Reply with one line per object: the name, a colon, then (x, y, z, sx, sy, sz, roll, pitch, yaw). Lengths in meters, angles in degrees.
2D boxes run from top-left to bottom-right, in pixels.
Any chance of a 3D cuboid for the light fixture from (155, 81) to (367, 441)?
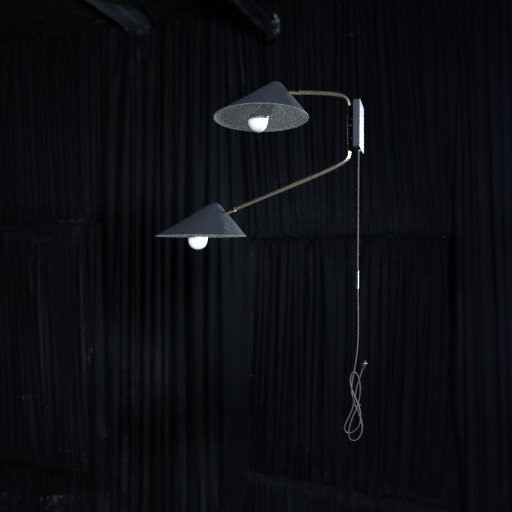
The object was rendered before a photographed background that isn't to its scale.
light fixture: (0.000, 0.000, 0.867, 0.422, 0.665, 0.189, 0, 1, 20)
